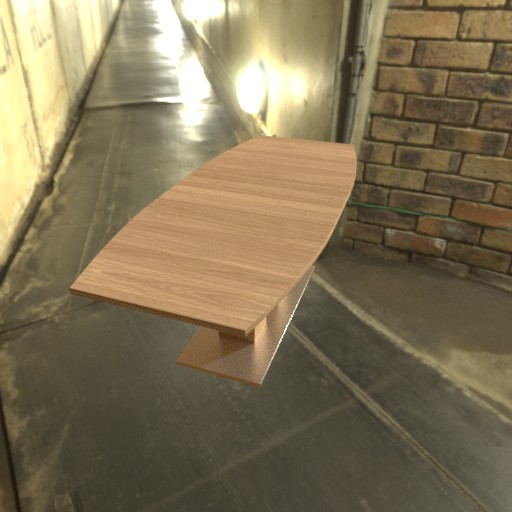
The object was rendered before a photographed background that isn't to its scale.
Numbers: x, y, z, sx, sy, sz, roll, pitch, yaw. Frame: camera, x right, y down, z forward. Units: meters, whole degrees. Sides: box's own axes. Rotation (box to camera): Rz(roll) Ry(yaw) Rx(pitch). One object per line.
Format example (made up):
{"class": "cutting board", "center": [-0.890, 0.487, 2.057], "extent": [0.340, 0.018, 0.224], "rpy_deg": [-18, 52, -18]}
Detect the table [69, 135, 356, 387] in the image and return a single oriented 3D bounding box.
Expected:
{"class": "table", "center": [0.000, 0.000, 2.479], "extent": [0.900, 0.750, 2.032], "rpy_deg": [11, 33, 17]}
